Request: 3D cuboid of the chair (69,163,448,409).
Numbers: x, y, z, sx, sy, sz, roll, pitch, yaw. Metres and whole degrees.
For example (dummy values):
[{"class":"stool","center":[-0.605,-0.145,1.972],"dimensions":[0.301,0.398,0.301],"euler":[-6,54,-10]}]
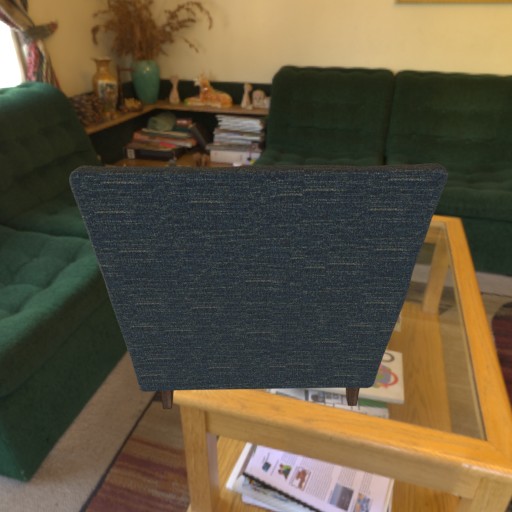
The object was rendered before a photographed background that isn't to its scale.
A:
[{"class":"chair","center":[0.000,0.000,1.591],"dimensions":[0.864,0.928,0.873],"euler":[-1,29,-1]}]
